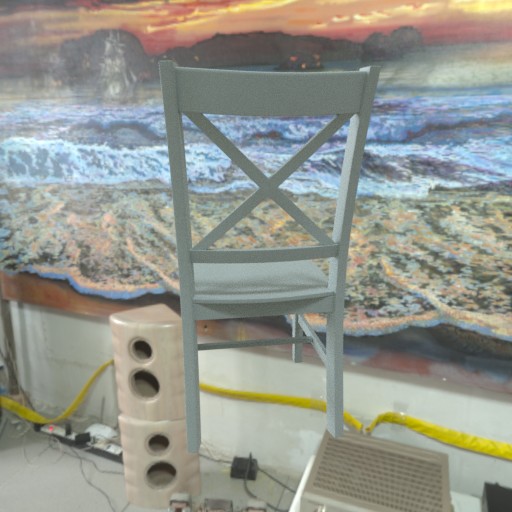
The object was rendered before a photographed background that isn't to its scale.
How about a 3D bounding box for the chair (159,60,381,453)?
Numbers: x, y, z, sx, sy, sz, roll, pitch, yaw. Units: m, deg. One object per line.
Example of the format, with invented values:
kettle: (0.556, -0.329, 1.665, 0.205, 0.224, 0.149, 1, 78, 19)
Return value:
chair: (0.000, 0.000, 1.312, 0.485, 0.983, 0.542, -2, 15, -9)
